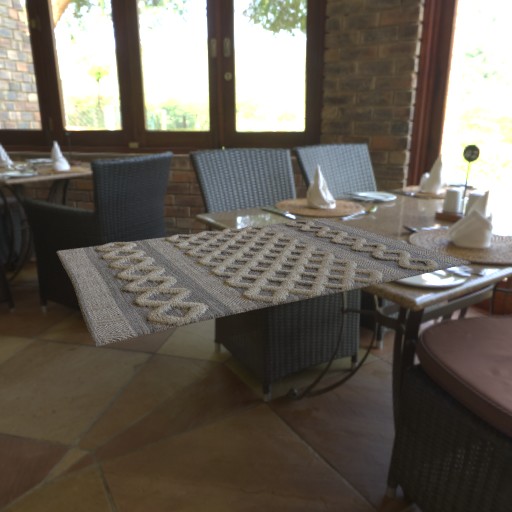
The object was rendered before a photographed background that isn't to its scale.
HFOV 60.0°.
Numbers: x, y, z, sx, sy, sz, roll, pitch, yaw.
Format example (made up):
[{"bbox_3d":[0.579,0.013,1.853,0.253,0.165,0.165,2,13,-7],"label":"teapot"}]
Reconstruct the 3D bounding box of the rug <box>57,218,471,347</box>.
[{"bbox_3d":[0.000,0.000,2.329,1.823,0.030,1.222,-9,19,-27],"label":"rug"}]
